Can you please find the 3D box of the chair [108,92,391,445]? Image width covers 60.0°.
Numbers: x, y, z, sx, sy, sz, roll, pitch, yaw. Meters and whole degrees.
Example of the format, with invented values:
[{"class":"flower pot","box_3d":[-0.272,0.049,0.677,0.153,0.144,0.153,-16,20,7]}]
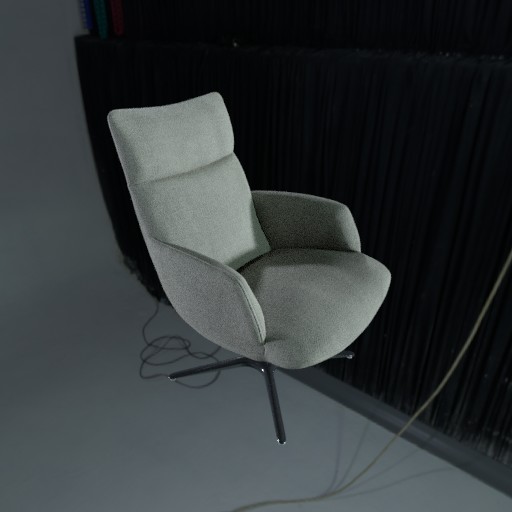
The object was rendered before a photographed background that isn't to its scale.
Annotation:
[{"class":"chair","box_3d":[0.000,0.000,1.614,0.889,1.016,0.711,19,33,31]}]
